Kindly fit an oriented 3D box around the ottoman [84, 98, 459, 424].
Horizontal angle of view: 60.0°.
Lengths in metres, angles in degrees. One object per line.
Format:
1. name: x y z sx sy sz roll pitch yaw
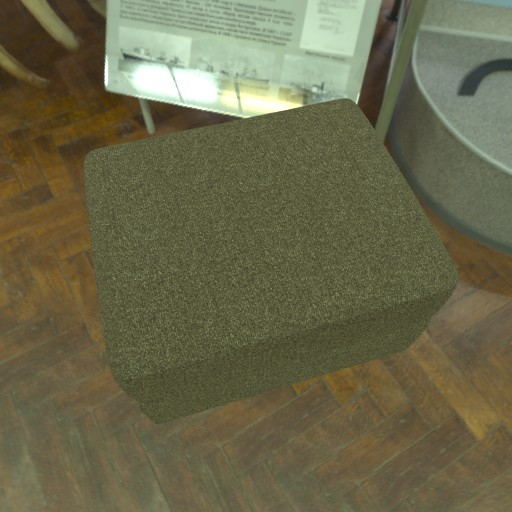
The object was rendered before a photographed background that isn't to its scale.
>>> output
1. ottoman: 0.000 0.000 1.137 0.742 0.476 0.598 -14 60 -8
